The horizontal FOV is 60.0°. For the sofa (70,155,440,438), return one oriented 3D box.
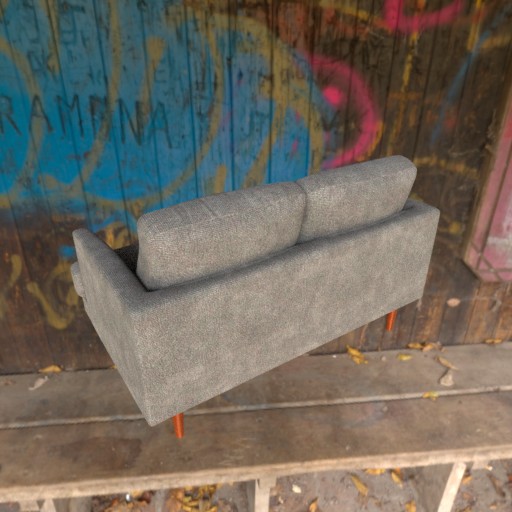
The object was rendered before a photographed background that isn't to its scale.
[{"bbox_3d":[0.000,0.000,2.185,1.582,0.956,0.903,-18,33,-29],"label":"sofa"}]
